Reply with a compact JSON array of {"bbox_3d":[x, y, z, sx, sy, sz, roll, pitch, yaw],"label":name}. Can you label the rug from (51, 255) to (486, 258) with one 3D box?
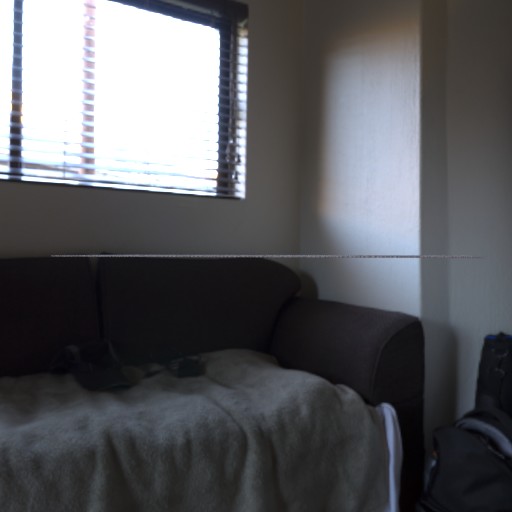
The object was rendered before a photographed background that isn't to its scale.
[{"bbox_3d":[0.000,0.000,2.737,2.432,0.008,0.766,0,0,18],"label":"rug"}]
